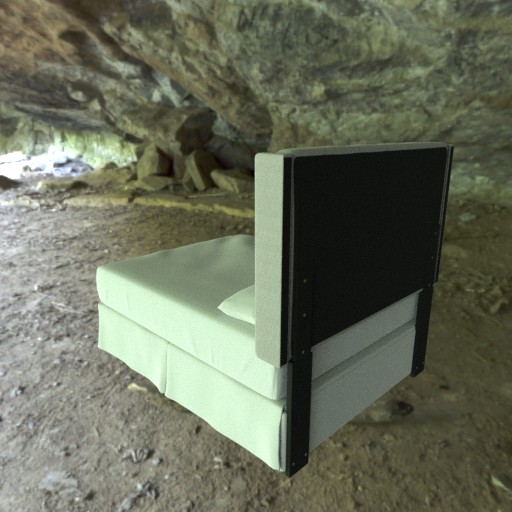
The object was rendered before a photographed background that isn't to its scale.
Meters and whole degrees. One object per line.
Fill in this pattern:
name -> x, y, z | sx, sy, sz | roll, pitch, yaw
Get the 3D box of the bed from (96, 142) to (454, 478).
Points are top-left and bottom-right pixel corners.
bed -> 0.000, 0.000, 3.299 | 1.719, 1.665, 2.066 | -15, 22, -42
